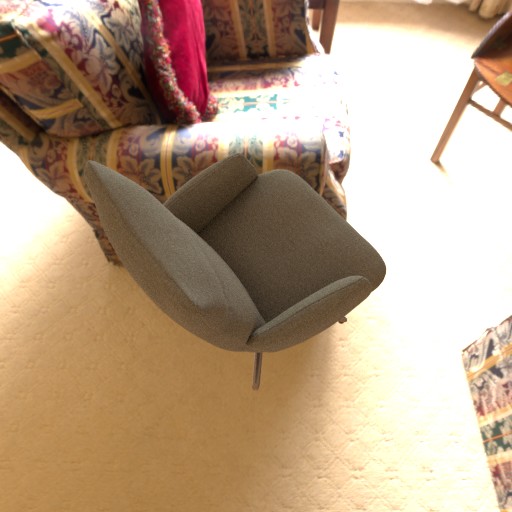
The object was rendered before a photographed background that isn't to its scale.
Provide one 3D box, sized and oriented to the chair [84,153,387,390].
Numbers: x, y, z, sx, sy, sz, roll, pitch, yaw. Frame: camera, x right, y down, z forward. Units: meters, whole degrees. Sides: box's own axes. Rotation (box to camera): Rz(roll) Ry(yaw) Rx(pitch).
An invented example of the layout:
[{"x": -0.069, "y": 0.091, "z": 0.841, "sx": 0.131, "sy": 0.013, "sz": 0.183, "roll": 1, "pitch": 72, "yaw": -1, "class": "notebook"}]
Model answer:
[{"x": 0.000, "y": 0.000, "z": 1.561, "sx": 0.831, "sy": 0.984, "sz": 0.702, "roll": -33, "pitch": 65, "yaw": -18, "class": "chair"}]
